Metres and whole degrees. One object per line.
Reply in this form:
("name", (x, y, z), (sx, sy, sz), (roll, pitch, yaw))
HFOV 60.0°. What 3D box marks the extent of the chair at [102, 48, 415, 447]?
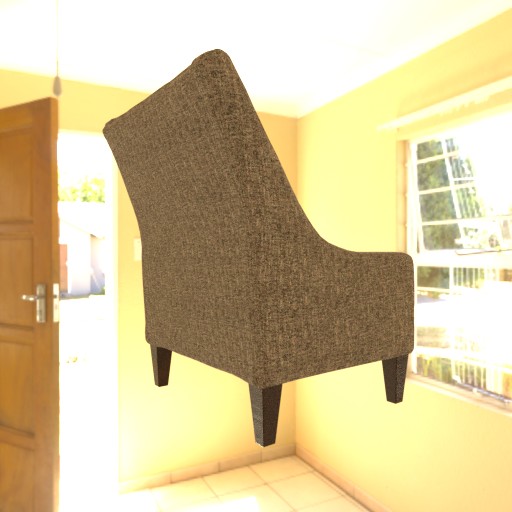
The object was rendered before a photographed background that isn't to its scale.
("chair", (0.000, 0.000, 1.596), (0.870, 1.014, 0.774), (0, 0, -37))
